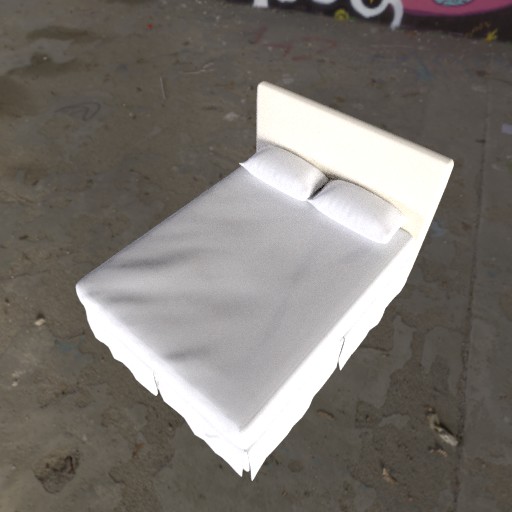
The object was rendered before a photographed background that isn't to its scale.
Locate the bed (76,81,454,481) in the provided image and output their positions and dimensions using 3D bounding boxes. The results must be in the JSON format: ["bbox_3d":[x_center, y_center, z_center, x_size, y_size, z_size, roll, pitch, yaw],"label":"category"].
[{"bbox_3d":[0.000,0.000,3.206,1.713,1.330,2.142,33,56,25],"label":"bed"}]
